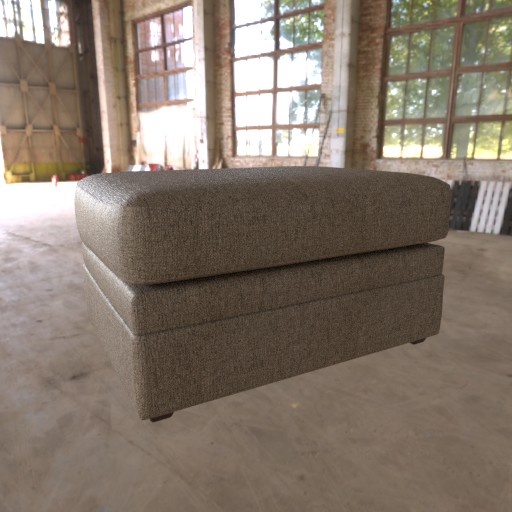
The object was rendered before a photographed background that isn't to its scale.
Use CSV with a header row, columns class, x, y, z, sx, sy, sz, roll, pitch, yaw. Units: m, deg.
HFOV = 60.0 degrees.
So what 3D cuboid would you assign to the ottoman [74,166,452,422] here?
class,x,y,z,sx,sy,sz,roll,pitch,yaw
ottoman,0.000,0.000,1.247,0.885,0.478,0.637,-8,16,-28
